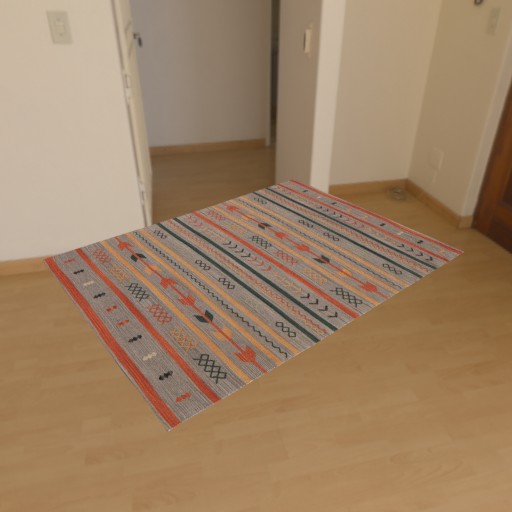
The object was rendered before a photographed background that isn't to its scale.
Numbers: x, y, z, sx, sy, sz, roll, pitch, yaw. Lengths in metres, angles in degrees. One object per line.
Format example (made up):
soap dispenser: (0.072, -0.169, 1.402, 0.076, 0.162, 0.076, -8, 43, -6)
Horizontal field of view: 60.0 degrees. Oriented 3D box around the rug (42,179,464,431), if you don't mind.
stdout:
rug: (0.000, 0.000, 3.948, 3.029, 0.022, 2.263, -23, 38, -32)
